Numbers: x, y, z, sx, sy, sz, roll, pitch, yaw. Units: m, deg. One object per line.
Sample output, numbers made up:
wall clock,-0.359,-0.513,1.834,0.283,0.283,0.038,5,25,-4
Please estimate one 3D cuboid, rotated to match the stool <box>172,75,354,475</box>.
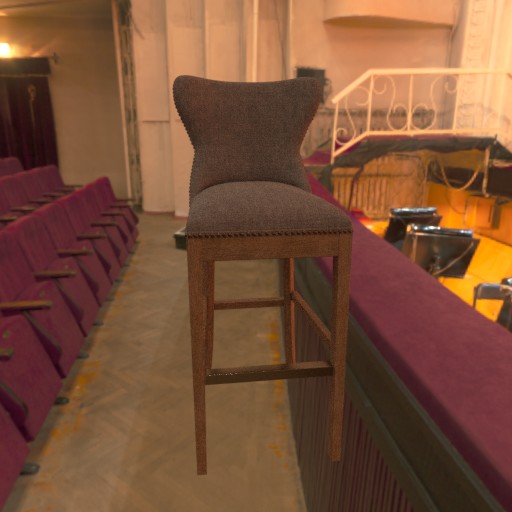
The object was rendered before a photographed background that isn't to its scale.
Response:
stool,0.000,0.000,1.428,0.494,1.123,0.606,-2,16,-8
